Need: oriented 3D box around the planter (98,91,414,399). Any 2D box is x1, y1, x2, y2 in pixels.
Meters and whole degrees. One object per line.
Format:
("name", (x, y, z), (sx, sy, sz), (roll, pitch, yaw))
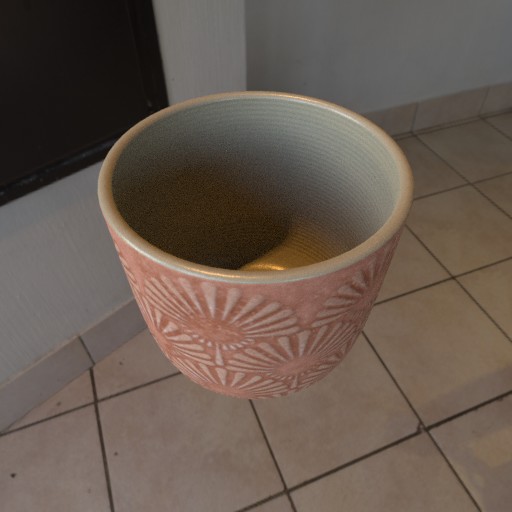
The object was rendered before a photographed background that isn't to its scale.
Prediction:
("planter", (0.000, 0.000, 0.217), (0.124, 0.109, 0.124), (0, 47, 0))
